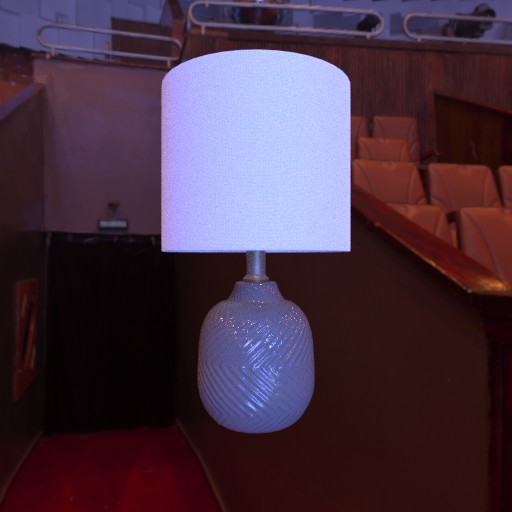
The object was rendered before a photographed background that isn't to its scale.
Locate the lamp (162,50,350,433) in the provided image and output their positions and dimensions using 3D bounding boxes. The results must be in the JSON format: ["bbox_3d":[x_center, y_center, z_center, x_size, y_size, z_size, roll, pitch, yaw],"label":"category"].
[{"bbox_3d":[0.000,0.000,0.496,0.207,0.366,0.207,0,0,-19],"label":"lamp"}]
